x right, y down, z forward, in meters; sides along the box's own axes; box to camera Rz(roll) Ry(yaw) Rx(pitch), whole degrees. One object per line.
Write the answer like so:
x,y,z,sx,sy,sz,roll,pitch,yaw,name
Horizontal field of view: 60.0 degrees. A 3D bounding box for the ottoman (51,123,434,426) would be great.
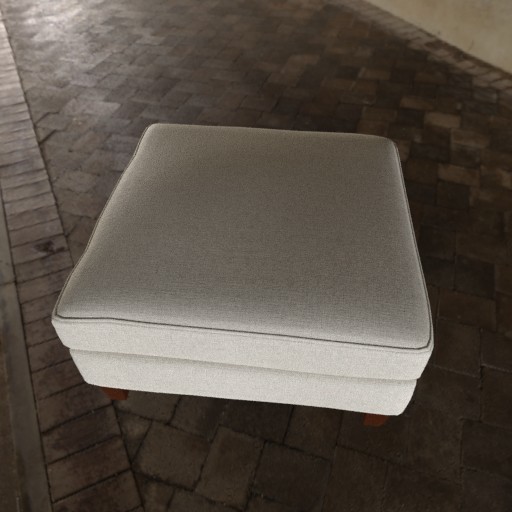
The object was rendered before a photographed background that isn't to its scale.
0.000,0.000,1.329,0.838,0.478,0.838,4,47,4,ottoman
